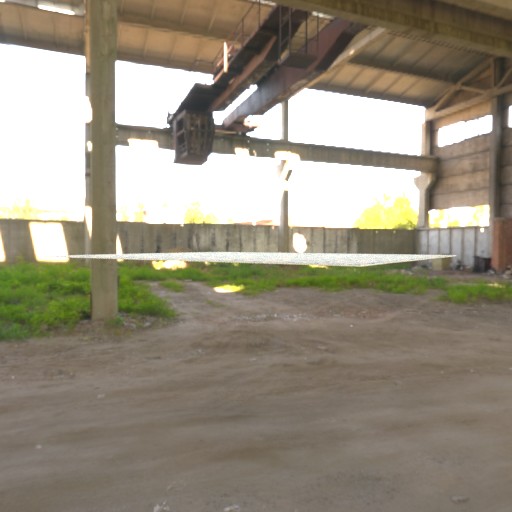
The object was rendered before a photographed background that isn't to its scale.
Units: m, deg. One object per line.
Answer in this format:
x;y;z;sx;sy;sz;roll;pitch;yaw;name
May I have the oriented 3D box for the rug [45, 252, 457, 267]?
0.000;0.000;4.080;2.980;0.012;2.363;1;2;35;rug
